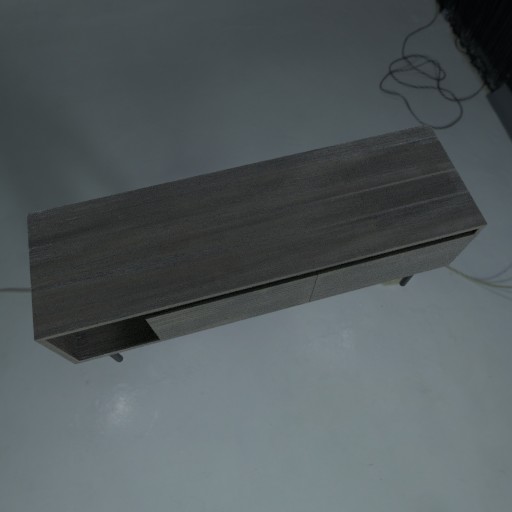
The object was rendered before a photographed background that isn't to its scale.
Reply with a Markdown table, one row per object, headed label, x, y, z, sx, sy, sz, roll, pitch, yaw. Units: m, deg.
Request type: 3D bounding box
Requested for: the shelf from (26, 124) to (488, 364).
| label | x | y | z | sx | sy | sz | roll | pitch | yaw |
| --- | --- | --- | --- | --- | --- | --- | --- | --- | --- |
| shelf | 0.000 | 0.000 | 1.524 | 1.300 | 0.495 | 0.400 | -14 | 65 | -7 |
